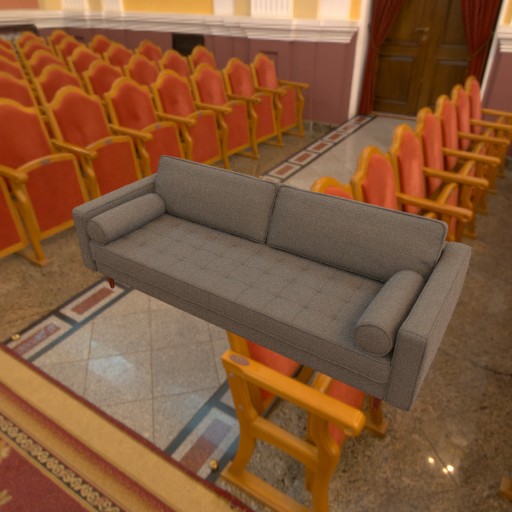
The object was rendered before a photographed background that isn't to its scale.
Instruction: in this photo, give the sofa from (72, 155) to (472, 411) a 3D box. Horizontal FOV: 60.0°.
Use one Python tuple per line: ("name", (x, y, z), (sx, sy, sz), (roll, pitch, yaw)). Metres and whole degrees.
("sofa", (0.000, 0.000, 2.652), (2.198, 0.762, 0.914), (19, 36, 28))
